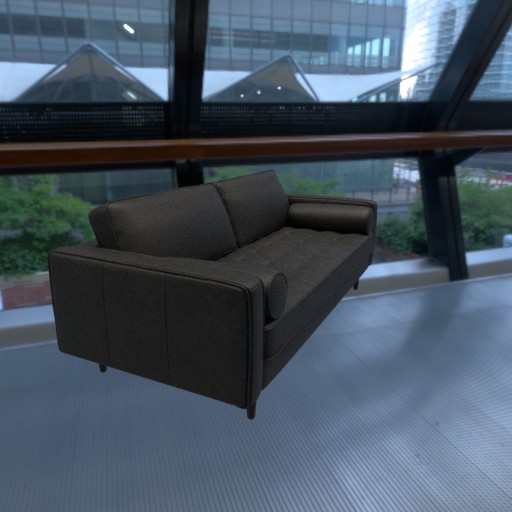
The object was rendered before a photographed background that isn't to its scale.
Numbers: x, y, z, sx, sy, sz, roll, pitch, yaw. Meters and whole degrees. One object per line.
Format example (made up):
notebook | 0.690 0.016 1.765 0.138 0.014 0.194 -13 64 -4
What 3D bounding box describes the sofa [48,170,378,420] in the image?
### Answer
sofa | 0.000 0.000 2.361 0.921 0.770 1.879 8 18 25
